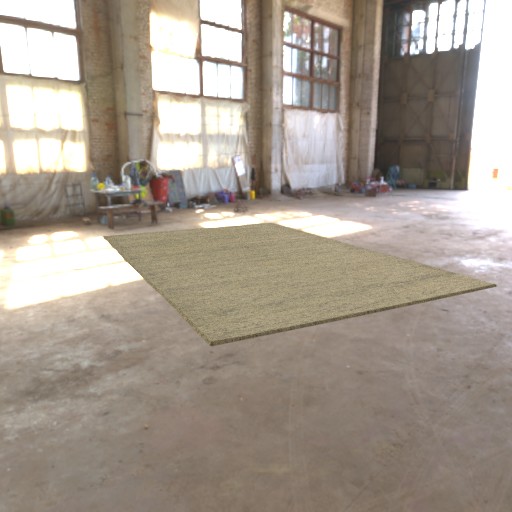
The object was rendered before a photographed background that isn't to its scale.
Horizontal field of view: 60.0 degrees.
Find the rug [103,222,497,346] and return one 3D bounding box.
[{"bbox_3d":[0.000,0.000,2.293,1.243,0.014,1.846,-7,15,-27],"label":"rug"}]
